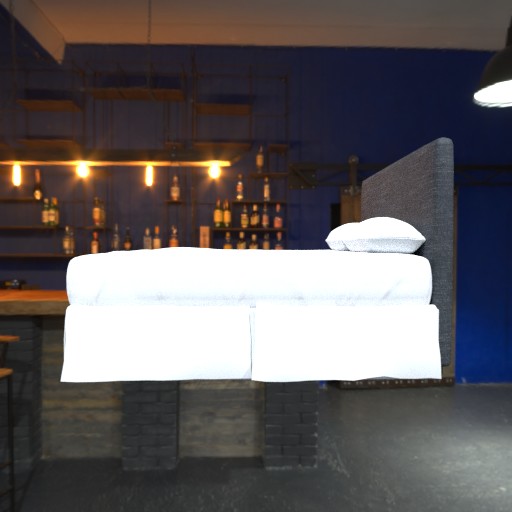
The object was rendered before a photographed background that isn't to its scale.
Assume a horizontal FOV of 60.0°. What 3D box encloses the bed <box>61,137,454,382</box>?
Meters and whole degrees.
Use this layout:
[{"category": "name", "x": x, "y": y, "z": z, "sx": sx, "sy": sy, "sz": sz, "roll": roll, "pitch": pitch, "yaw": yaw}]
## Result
[{"category": "bed", "x": 0.000, "y": 0.000, "z": 3.163, "sx": 2.142, "sy": 1.330, "sz": 1.723, "roll": 0, "pitch": 1, "yaw": 0}]
